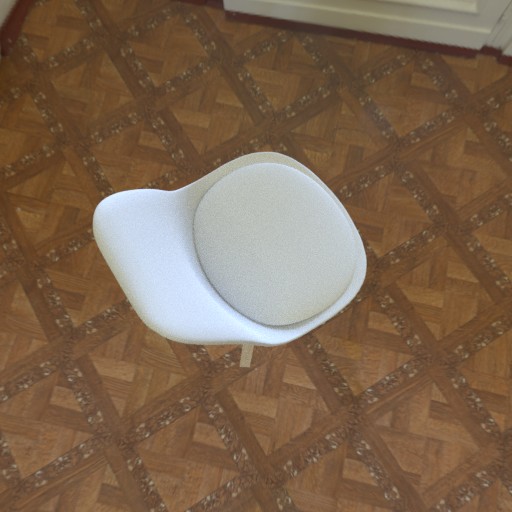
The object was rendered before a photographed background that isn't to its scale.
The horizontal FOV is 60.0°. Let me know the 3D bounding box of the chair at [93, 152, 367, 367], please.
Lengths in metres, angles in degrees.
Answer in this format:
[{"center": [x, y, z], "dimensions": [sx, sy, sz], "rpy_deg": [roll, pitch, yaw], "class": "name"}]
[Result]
[{"center": [0.000, 0.000, 1.177], "dimensions": [0.550, 0.850, 0.485], "rpy_deg": [-32, 78, -8], "class": "chair"}]
